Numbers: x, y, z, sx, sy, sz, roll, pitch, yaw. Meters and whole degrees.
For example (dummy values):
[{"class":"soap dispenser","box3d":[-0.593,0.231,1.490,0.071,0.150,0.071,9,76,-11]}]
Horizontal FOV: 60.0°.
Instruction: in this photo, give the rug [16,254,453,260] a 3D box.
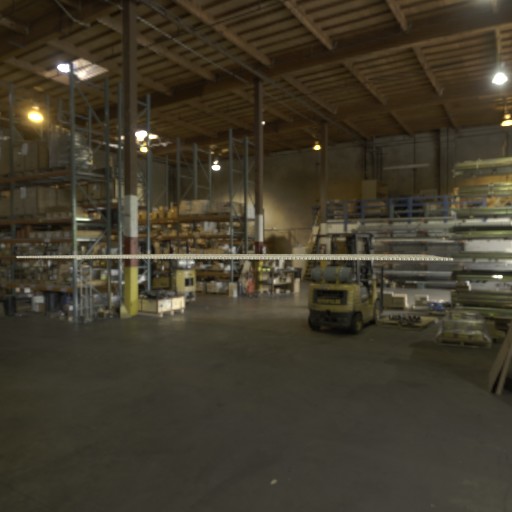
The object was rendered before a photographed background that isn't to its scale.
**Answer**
[{"class":"rug","box3d":[0.000,0.000,4.039,3.048,0.013,2.438,0,1,18]}]
